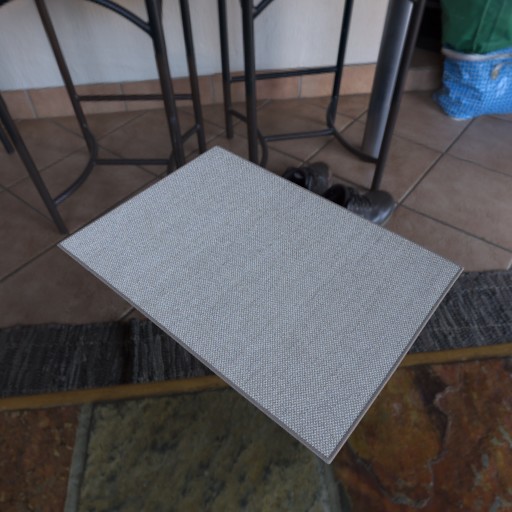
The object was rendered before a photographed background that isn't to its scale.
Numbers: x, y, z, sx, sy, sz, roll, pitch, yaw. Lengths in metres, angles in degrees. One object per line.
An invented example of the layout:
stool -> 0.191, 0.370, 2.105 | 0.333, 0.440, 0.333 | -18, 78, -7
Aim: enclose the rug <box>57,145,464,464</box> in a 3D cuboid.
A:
rug -> 0.000, 0.000, 2.809 | 2.115, 0.013, 1.517 | 32, 54, 26
